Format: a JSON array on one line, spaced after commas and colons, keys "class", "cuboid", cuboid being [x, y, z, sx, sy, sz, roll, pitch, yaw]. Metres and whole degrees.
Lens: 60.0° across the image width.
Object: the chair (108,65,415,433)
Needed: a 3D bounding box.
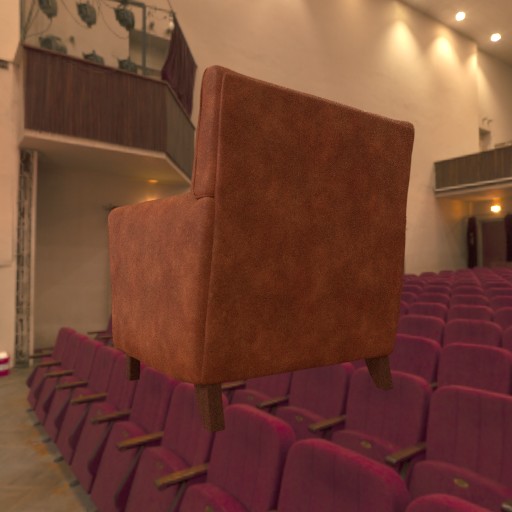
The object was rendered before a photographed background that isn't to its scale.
[{"class": "chair", "cuboid": [0.000, 0.000, 1.632, 0.870, 0.943, 0.823, 1, -2, -35]}]
